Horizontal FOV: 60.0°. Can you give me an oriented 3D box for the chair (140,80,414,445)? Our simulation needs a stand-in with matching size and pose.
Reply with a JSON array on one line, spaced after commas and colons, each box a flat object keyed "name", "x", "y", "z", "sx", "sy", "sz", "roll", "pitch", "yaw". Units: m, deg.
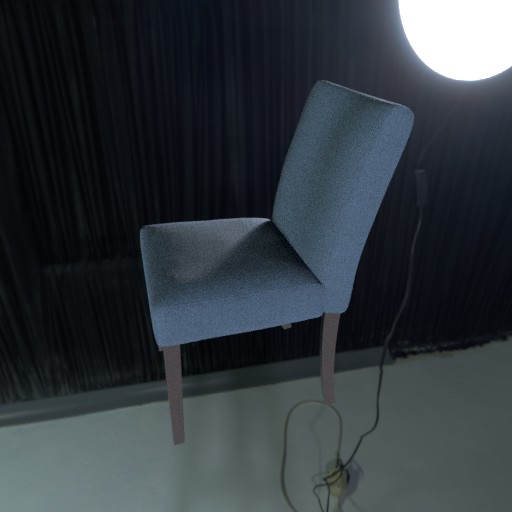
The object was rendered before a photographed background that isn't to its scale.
[{"name": "chair", "x": 0.000, "y": 0.000, "z": 1.276, "sx": 0.629, "sy": 0.882, "sz": 0.487, "roll": -8, "pitch": 30, "yaw": -14}]
